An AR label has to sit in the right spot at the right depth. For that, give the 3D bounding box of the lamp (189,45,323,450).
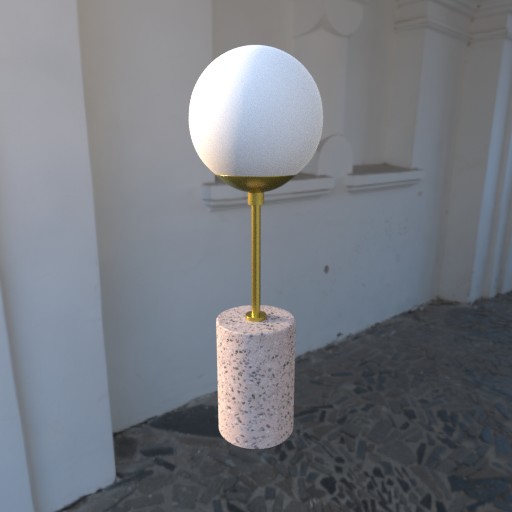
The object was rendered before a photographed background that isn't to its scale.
[{"bbox_3d":[0.000,0.000,0.551,0.153,0.480,0.153,0,14,0],"label":"lamp"}]
